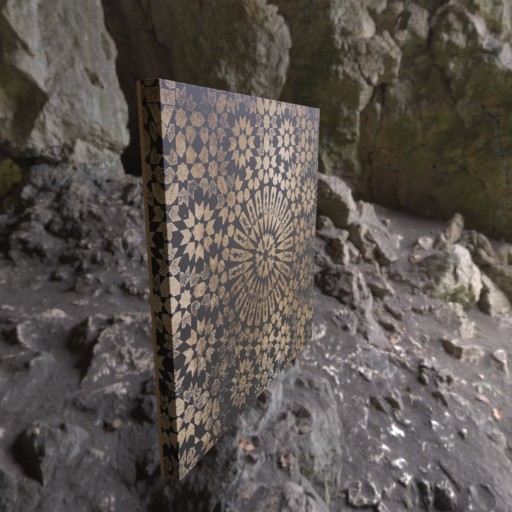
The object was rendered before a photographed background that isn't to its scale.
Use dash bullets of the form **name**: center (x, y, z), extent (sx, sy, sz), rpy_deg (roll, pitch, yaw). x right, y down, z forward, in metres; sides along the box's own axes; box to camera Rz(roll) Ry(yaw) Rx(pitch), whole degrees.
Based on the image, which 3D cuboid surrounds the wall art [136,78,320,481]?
- **wall art**: center (0.000, 0.000, 0.911), extent (0.038, 0.612, 0.612), rpy_deg (7, 16, 26)
